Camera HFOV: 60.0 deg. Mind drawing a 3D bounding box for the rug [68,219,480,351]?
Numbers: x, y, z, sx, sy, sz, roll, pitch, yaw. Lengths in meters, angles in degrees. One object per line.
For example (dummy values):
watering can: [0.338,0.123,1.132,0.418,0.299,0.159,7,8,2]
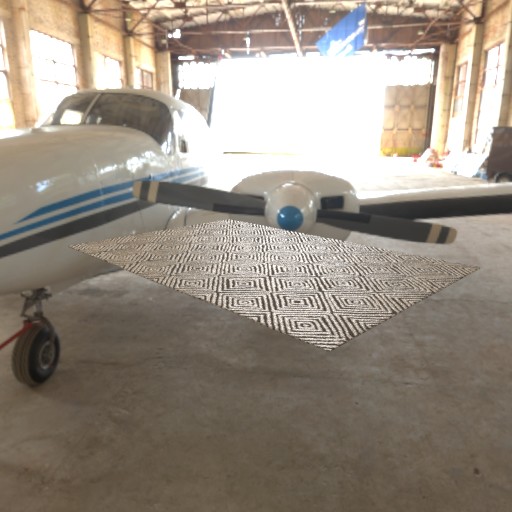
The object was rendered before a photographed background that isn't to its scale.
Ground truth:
rug: [0.000,0.000,2.230,1.177,0.004,1.750,-14,21,-43]
